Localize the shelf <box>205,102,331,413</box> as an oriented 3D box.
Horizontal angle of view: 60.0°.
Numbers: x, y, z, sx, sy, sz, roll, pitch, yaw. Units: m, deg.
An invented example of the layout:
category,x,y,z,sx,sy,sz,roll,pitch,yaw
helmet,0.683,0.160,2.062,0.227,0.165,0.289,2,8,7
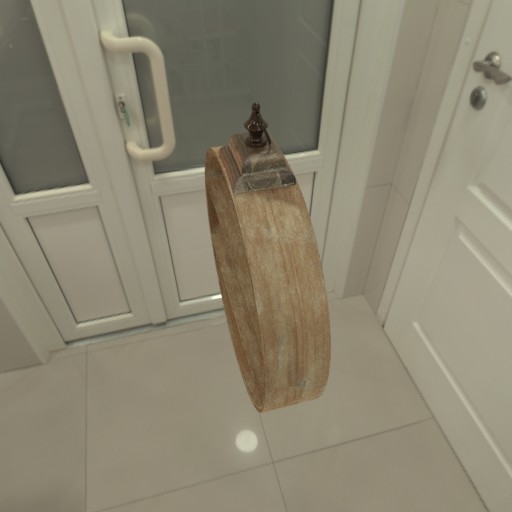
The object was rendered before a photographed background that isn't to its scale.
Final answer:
category,x,y,z,sx,sy,sz,roll,pitch,yaw
shelf,0.000,0.000,0.999,0.125,0.725,0.601,-11,46,-11
